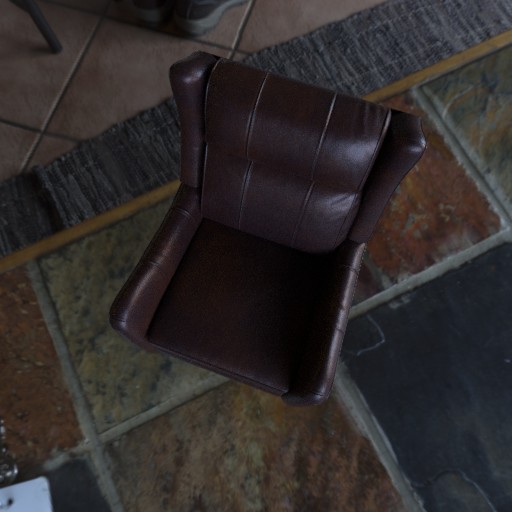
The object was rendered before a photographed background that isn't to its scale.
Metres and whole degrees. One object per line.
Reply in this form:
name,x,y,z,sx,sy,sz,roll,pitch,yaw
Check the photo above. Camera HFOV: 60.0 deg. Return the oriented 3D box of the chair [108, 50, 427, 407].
chair,0.000,0.000,1.819,0.869,1.084,1.008,19,74,6
